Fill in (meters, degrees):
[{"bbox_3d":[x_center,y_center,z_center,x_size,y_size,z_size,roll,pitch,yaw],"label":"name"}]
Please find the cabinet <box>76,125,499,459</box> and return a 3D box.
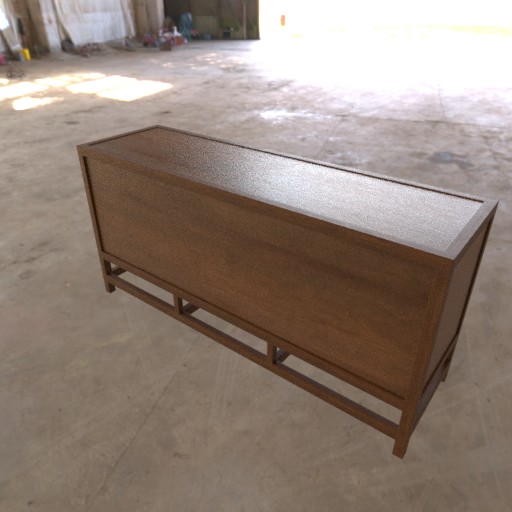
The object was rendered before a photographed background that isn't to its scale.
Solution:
[{"bbox_3d":[0.000,0.000,1.991,1.708,0.820,0.522,21,36,32],"label":"cabinet"}]
